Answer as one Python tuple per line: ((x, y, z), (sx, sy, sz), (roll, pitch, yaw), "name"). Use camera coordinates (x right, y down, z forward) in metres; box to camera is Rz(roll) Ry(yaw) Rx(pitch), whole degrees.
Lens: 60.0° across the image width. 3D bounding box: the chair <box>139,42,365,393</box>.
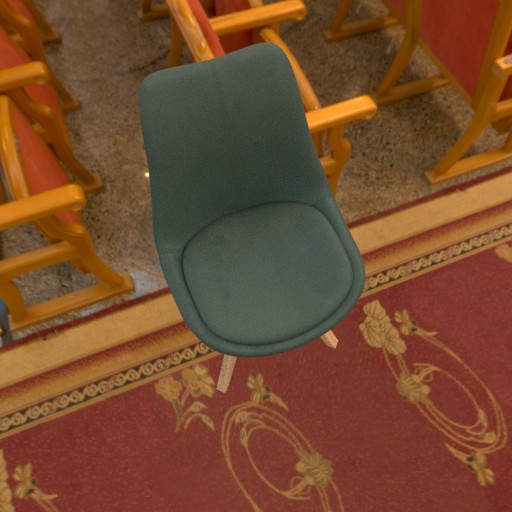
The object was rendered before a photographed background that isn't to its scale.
((0.000, 0.000, 1.187), (0.483, 0.865, 0.547), (-19, 65, -9), "chair")
